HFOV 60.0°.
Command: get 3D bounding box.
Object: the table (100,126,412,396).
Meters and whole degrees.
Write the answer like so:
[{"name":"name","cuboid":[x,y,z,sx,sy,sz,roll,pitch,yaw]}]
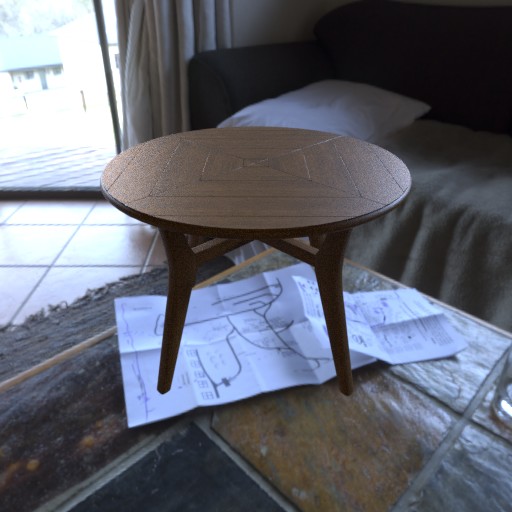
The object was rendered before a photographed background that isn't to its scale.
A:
[{"name":"table","cuboid":[0.000,0.000,1.748,1.055,0.757,1.055,0,30,0]}]
